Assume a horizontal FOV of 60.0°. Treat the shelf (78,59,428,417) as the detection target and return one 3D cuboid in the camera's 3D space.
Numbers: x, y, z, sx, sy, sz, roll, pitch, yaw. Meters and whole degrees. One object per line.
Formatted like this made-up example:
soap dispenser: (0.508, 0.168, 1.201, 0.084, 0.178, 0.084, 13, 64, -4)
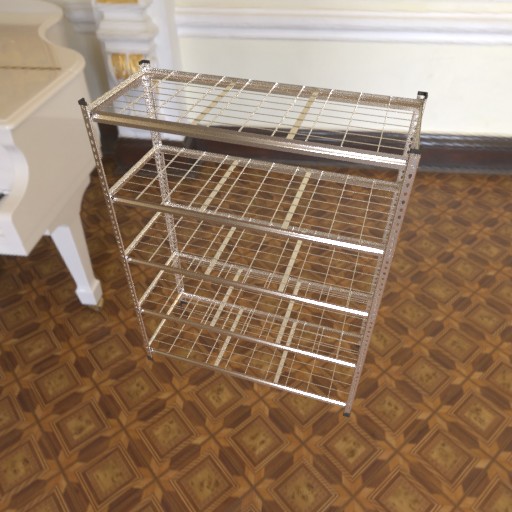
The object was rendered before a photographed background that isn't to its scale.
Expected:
shelf: (0.000, 0.000, 2.720, 1.524, 1.981, 0.610, 12, 43, 13)
